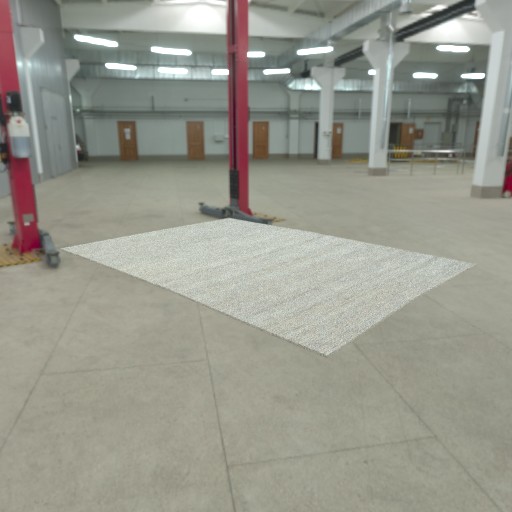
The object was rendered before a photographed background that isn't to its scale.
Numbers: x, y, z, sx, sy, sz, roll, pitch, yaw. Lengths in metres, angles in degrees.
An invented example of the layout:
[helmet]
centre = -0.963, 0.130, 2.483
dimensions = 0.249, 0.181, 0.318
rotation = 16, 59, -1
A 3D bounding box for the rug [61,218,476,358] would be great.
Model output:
[rug]
centre = 0.000, 0.000, 2.929
dimensions = 2.264, 0.030, 1.624
rotation = 14, 21, 42
